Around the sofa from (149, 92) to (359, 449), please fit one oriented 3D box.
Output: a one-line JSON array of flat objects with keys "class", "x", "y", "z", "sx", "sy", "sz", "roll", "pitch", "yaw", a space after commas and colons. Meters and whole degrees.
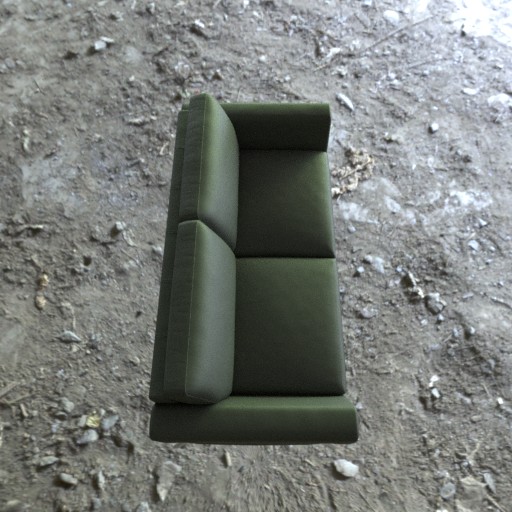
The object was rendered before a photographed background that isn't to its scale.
[{"class": "sofa", "x": 0.000, "y": 0.000, "z": 2.557, "sx": 0.953, "sy": 0.875, "sz": 2.017, "roll": 0, "pitch": 65, "yaw": 0}]
